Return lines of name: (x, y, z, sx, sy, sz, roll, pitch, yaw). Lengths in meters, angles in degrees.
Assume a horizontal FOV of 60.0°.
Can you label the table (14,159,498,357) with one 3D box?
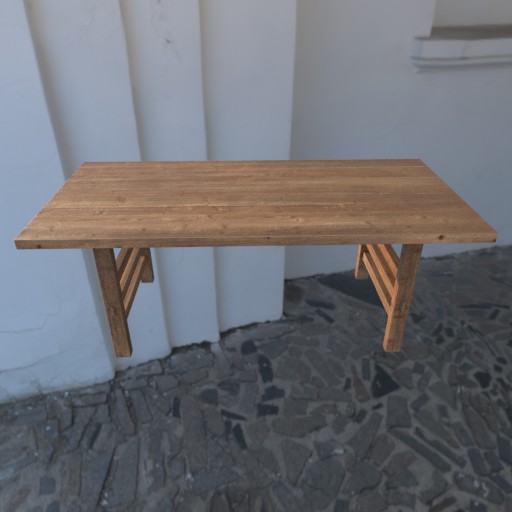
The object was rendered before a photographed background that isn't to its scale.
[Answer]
table: (0.000, 0.000, 2.432, 2.003, 0.760, 0.952, -1, 31, -1)
